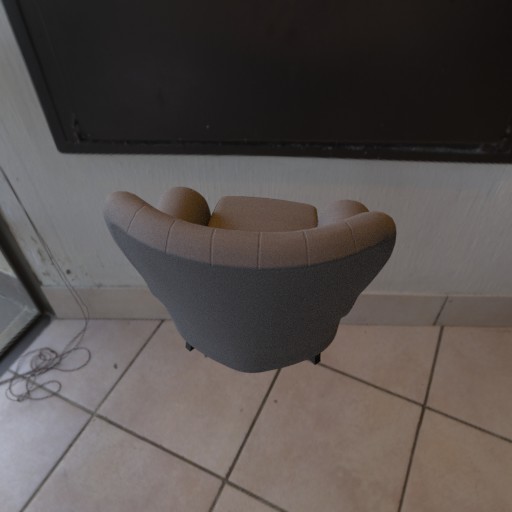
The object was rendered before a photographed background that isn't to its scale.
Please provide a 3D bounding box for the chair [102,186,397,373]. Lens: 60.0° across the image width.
[{"bbox_3d":[0.000,0.000,1.872,0.983,1.046,0.983,5,47,5],"label":"chair"}]
